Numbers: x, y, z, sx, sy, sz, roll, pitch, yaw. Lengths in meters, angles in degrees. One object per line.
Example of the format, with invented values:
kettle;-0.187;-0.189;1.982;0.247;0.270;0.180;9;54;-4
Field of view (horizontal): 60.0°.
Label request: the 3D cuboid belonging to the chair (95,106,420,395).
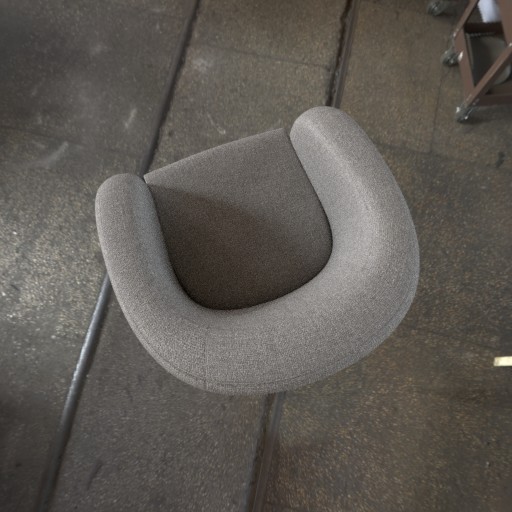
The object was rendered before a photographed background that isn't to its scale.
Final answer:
chair;0.000;0.000;1.422;0.791;0.771;0.815;-20;76;-5
